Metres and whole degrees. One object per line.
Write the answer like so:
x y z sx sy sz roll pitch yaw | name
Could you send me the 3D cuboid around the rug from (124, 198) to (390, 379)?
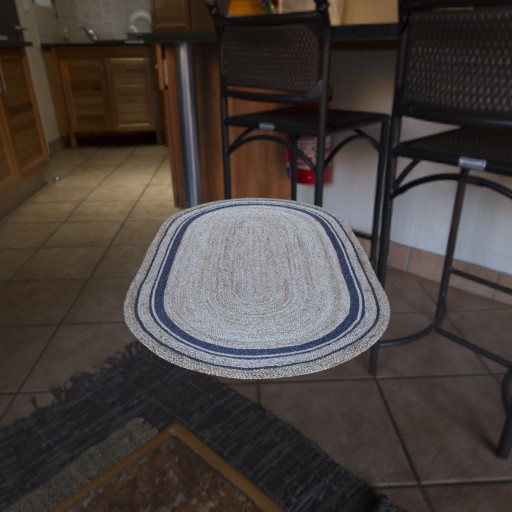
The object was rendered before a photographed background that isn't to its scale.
0.000 0.000 3.032 1.520 0.006 2.432 0 26 0 | rug
